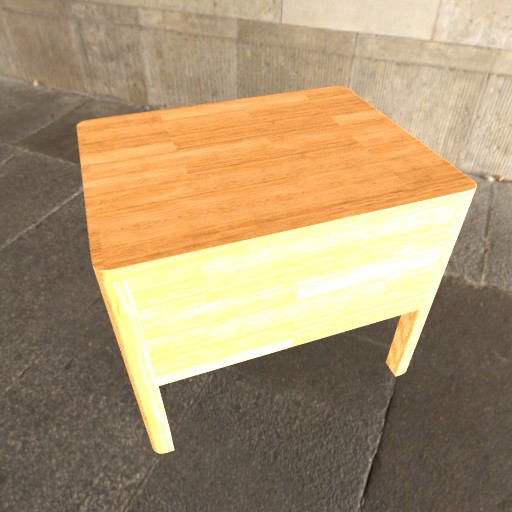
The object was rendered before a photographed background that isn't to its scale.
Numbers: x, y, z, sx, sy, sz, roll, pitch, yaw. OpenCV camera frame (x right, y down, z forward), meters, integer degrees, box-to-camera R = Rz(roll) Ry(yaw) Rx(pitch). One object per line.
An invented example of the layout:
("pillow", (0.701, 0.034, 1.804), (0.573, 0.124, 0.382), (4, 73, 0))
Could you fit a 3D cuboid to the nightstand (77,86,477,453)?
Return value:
("nightstand", (0.000, 0.000, 0.899), (0.560, 0.470, 0.440), (-13, 43, -15))
